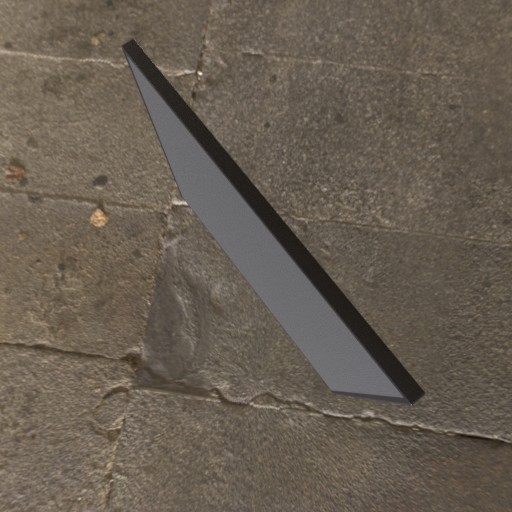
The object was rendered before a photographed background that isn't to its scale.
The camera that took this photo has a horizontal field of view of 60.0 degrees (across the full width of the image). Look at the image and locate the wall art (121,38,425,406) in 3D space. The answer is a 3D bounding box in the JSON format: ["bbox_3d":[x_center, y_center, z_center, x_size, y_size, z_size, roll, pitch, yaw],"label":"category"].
[{"bbox_3d":[0.000,0.000,0.699,0.018,0.450,0.521,-36,77,-10],"label":"wall art"}]
